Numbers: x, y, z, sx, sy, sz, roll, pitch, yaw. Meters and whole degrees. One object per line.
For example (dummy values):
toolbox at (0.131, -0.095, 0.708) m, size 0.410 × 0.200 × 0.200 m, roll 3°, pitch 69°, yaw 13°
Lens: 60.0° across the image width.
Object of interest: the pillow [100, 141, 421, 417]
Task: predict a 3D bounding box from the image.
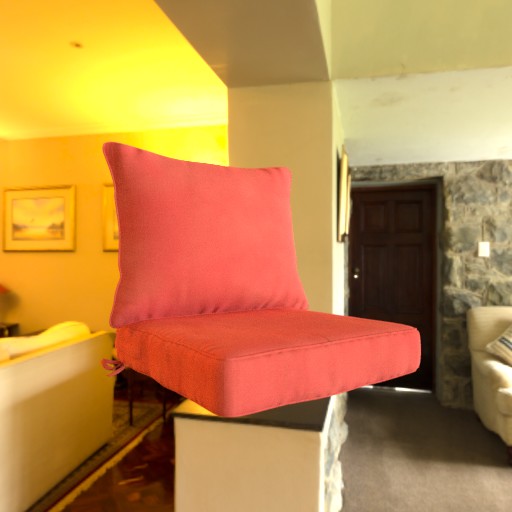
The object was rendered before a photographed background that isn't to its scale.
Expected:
pillow at (0.000, 0.000, 1.375) m, size 0.798 × 0.725 × 0.733 m, roll 0°, pitch 0°, yaw -36°
